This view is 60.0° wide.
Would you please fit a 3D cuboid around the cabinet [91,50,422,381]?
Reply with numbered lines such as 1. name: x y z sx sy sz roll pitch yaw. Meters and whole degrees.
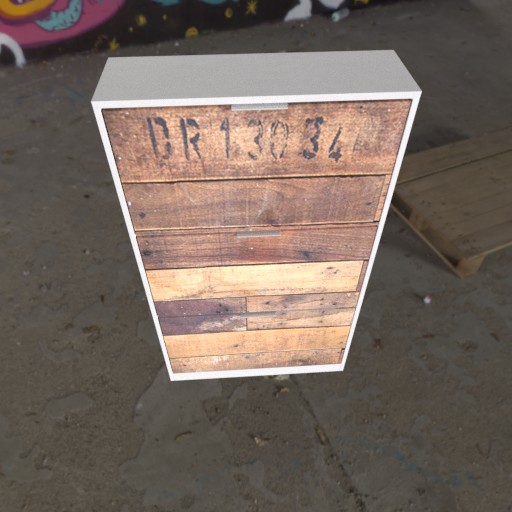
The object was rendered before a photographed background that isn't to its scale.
1. cabinet: 0.000 0.000 1.542 0.750 1.280 0.250 -3 47 -3
